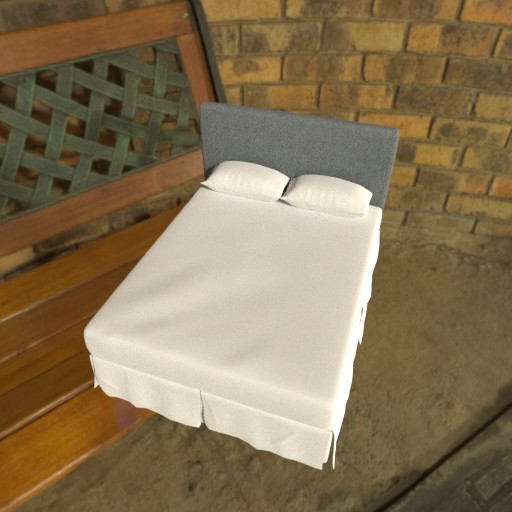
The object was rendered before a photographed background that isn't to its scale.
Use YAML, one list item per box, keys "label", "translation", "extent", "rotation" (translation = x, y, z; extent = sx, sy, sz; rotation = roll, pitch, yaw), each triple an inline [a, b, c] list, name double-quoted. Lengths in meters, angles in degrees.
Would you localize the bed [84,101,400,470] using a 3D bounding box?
- label: "bed"
  translation: [0.000, 0.000, 3.229]
  extent: [1.723, 1.330, 2.142]
  rotation: [13, 42, 14]
